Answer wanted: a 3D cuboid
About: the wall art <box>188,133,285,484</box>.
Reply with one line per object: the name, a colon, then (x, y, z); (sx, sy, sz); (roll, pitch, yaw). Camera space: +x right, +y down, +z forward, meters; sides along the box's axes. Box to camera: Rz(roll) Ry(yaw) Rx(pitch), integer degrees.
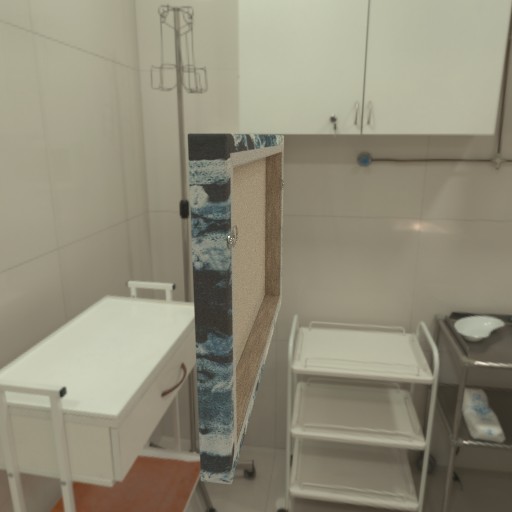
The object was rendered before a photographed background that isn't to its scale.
wall art: (0.000, 0.000, 0.771); (0.043, 0.407, 0.609); (2, 15, 8)
